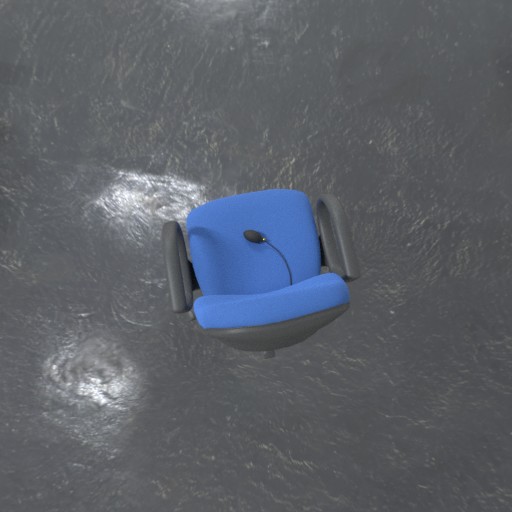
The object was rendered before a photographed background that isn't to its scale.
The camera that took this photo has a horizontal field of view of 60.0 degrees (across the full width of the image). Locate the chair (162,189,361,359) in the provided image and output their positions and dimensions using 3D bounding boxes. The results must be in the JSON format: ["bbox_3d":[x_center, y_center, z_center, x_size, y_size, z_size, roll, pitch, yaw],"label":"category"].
[{"bbox_3d":[0.000,0.000,1.255,0.552,0.905,0.549,-10,75,-3],"label":"chair"}]
